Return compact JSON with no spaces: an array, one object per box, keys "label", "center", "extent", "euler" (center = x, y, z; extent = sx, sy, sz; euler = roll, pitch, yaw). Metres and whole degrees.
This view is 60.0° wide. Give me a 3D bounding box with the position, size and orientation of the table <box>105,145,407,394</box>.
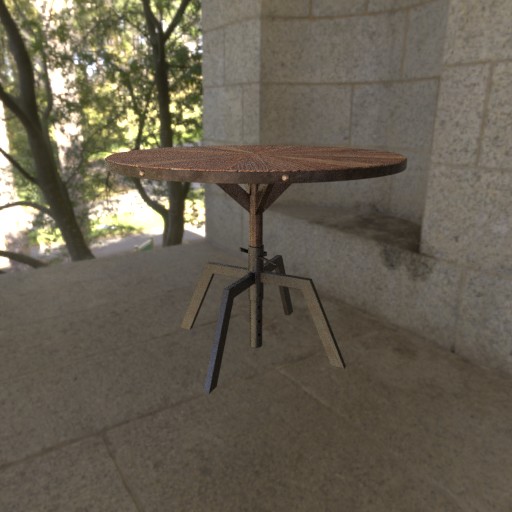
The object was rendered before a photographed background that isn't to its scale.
[{"label":"table","center":[0.000,0.000,1.460],"extent":[0.885,0.658,0.885],"euler":[0,17,0]}]
